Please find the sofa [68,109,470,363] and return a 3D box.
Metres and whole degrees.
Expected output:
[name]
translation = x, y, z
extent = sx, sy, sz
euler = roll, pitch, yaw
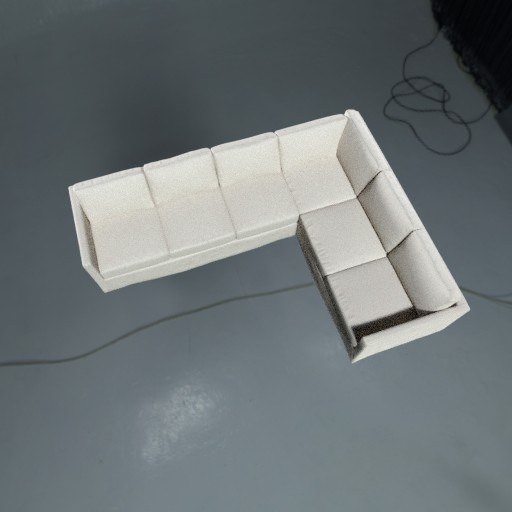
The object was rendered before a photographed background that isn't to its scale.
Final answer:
[sofa]
translation = 0.000, 0.000, 4.384
extent = 3.182, 0.871, 2.432
euler = -17, 66, -8
